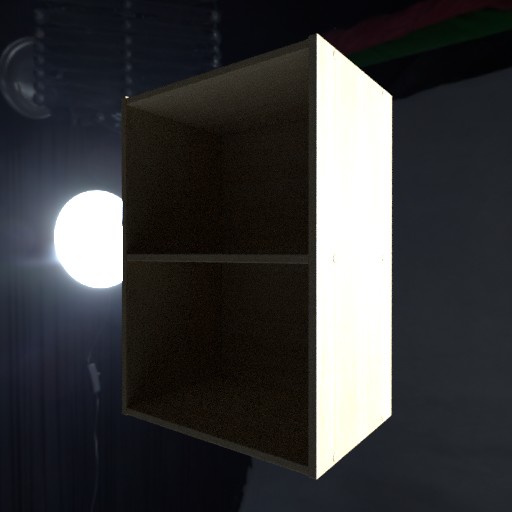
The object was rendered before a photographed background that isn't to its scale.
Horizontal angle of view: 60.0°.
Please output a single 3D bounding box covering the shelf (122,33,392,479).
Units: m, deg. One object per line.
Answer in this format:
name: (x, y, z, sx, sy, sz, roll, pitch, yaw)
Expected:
shelf: (0.000, 0.000, 0.825, 0.414, 0.592, 0.290, 0, 0, 36)
